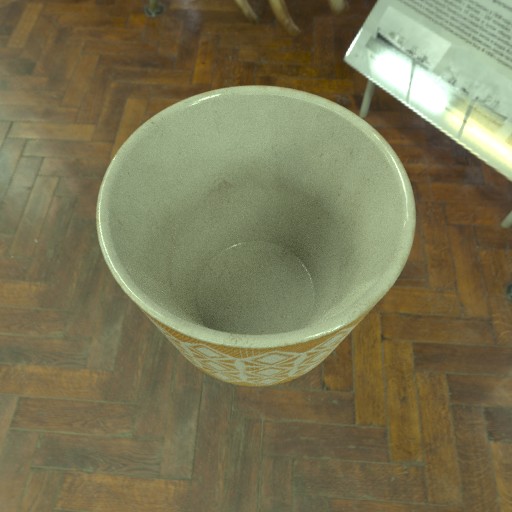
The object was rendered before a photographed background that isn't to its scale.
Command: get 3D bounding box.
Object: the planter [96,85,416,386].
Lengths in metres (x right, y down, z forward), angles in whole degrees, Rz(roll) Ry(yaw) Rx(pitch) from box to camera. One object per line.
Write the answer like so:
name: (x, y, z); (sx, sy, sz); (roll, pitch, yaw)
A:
planter: (0.000, 0.000, 0.223); (0.126, 0.104, 0.126); (0, 61, 0)
